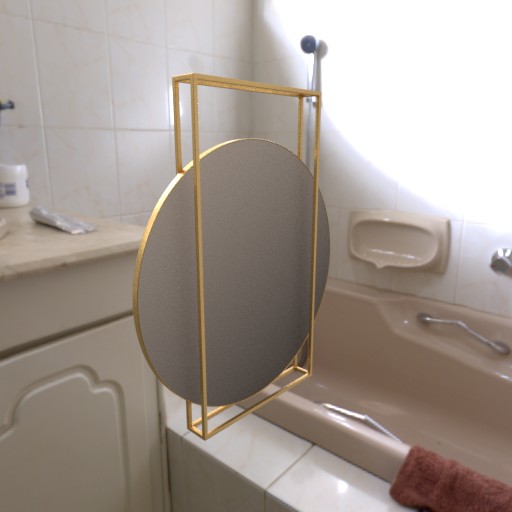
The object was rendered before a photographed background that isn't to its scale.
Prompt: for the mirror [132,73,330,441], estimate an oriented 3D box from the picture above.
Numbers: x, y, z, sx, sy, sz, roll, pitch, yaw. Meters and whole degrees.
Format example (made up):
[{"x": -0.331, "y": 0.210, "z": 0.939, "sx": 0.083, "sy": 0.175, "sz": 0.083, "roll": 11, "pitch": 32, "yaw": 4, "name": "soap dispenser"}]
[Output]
[{"x": 0.000, "y": 0.000, "z": 0.832, "sx": 0.051, "sy": 0.603, "sz": 0.508, "roll": 13, "pitch": 19, "yaw": 42, "name": "mirror"}]
